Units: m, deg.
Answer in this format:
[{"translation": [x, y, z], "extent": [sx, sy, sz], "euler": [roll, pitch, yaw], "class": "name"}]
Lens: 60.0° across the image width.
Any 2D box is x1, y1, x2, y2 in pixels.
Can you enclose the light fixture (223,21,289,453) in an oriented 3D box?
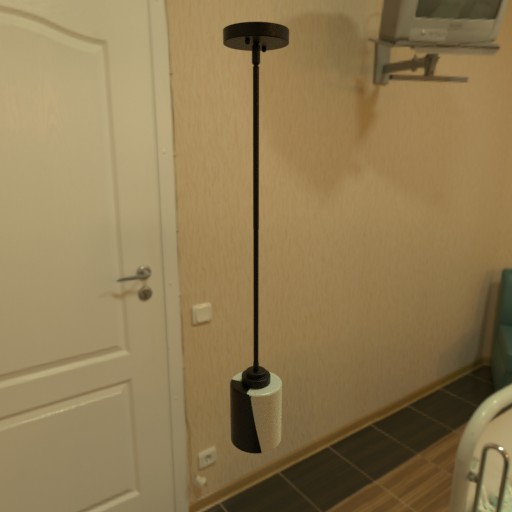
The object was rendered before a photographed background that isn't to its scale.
[{"translation": [0.000, 0.000, 0.927], "extent": [0.123, 0.863, 0.123], "euler": [6, 15, 25], "class": "light fixture"}]
